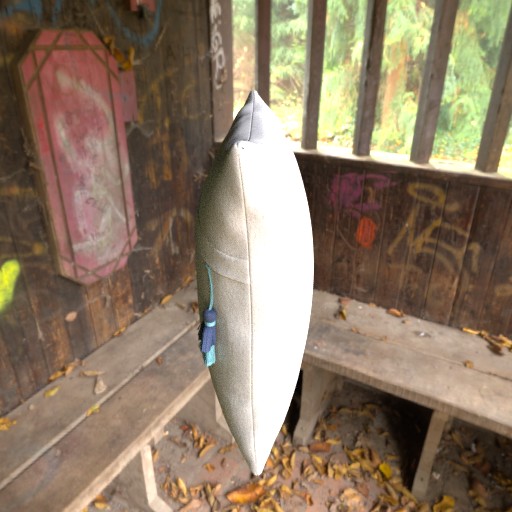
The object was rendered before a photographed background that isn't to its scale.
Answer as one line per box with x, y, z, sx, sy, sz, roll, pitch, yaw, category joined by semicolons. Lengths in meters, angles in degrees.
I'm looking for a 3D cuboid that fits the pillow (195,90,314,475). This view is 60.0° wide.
0.000;0.000;0.681;0.173;0.436;0.433;1;26;1;pillow
